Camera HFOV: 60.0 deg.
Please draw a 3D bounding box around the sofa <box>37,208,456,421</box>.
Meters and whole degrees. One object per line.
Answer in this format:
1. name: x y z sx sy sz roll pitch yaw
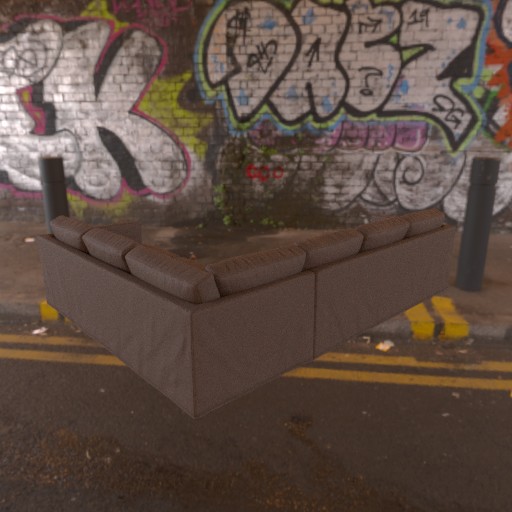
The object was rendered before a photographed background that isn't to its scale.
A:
1. sofa: 0.000 0.000 4.268 3.182 0.871 2.432 -15 22 -41
